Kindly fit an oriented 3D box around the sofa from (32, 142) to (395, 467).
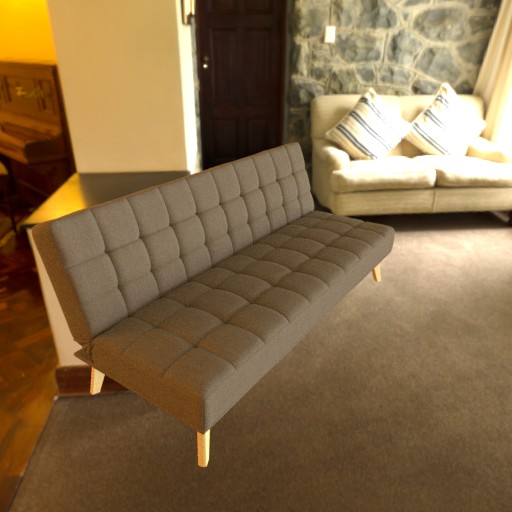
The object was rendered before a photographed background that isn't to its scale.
[{"bbox_3d":[0.000,0.000,2.276,0.860,0.810,1.800,17,31,31],"label":"sofa"}]
